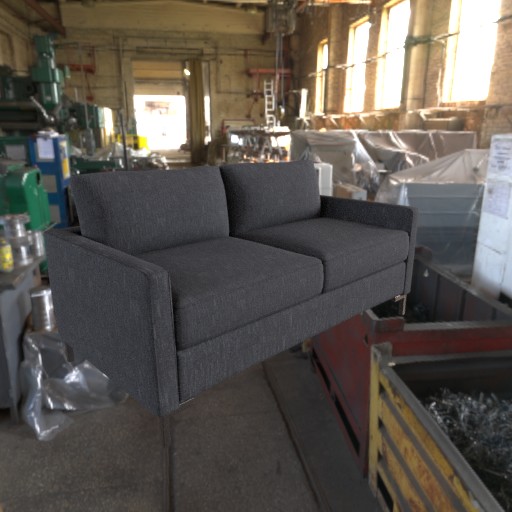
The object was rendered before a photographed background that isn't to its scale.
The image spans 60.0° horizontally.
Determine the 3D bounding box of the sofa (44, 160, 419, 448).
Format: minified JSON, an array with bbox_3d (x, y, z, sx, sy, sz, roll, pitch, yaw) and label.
[{"bbox_3d":[0.000,0.000,2.194,1.716,0.862,0.866,-15,22,-42],"label":"sofa"}]
